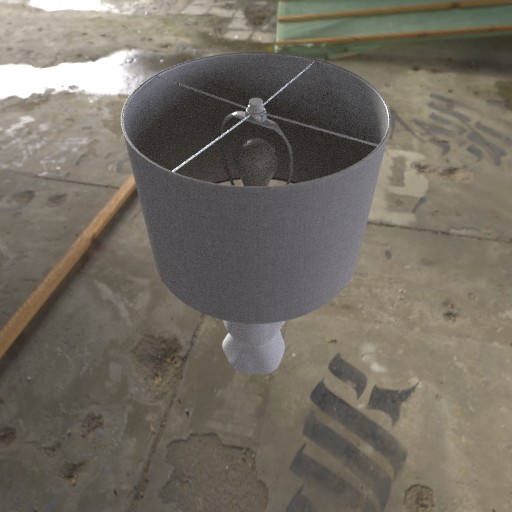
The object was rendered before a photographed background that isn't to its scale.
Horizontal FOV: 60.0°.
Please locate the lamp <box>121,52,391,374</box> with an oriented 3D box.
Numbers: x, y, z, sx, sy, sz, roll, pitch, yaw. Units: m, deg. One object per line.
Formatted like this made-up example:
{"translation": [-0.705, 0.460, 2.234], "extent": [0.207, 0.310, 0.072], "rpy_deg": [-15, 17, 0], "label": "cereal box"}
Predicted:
{"translation": [0.000, 0.000, 0.678], "extent": [0.298, 0.503, 0.298], "rpy_deg": [25, 51, 22], "label": "lamp"}
